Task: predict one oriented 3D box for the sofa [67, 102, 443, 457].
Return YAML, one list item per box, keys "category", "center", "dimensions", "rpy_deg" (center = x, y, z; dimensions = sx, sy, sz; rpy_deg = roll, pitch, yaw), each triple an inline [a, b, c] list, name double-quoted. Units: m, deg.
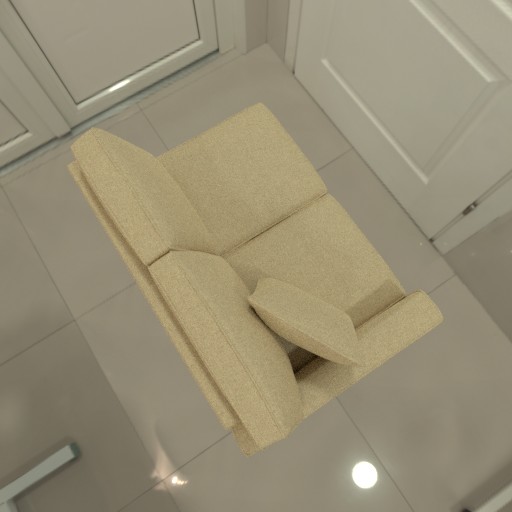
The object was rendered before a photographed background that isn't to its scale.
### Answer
- category: "sofa"
  center: [0.000, 0.000, 2.050]
  dimensions: [0.991, 0.989, 1.388]
  rpy_deg: [-33, 76, -9]
